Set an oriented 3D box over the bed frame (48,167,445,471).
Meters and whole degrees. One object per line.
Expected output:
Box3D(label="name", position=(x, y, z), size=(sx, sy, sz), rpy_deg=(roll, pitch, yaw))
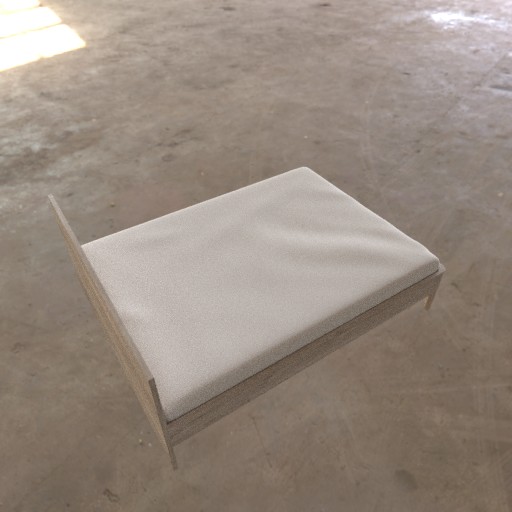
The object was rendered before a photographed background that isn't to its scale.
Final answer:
Box3D(label="bed frame", position=(0.000, 0.000, 2.801), size=(1.950, 0.800, 1.490), rpy_deg=(-24, 47, -24))
